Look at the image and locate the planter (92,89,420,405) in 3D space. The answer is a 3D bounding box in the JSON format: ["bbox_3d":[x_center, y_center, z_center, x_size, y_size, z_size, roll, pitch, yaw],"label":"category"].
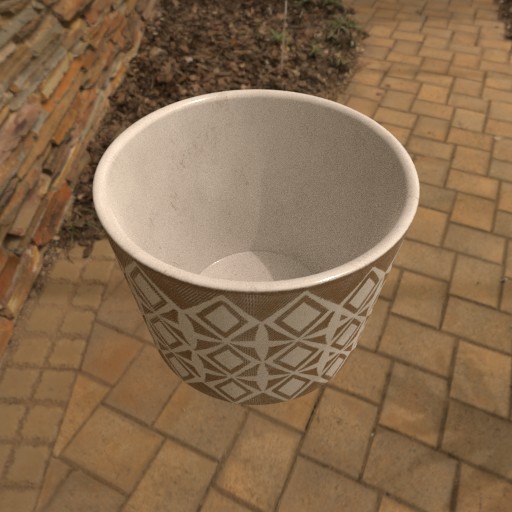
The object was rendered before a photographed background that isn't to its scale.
[{"bbox_3d":[0.000,0.000,0.443,0.260,0.220,0.260,0,47,0],"label":"planter"}]
